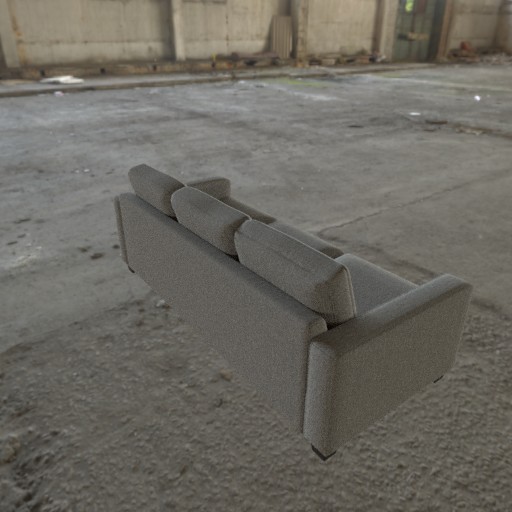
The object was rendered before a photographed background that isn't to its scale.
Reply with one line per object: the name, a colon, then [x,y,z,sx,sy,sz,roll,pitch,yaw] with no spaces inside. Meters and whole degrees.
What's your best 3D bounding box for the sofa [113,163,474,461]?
sofa: [0.000,0.000,2.566,0.900,0.800,2.120,-18,32,-32]
